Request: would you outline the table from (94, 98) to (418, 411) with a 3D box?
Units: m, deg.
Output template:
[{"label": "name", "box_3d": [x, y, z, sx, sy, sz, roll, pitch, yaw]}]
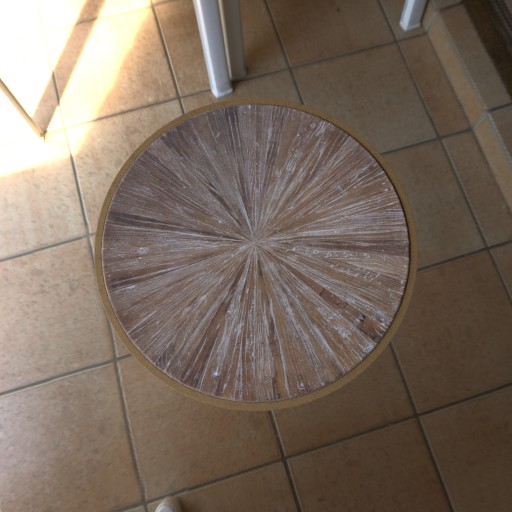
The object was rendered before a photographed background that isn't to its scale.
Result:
[{"label": "table", "box_3d": [0.000, 0.000, 1.568, 1.001, 0.409, 1.001, 0, 76, 0]}]
